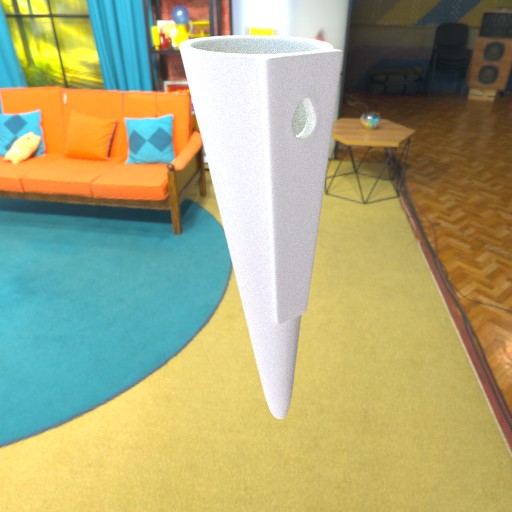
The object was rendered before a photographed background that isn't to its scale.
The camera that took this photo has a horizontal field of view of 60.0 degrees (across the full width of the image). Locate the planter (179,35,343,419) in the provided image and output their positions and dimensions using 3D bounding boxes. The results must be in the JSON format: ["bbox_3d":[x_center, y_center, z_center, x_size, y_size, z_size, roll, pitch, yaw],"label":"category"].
[{"bbox_3d":[0.000,0.000,0.222,0.057,0.193,0.064,-19,37,-28],"label":"planter"}]
